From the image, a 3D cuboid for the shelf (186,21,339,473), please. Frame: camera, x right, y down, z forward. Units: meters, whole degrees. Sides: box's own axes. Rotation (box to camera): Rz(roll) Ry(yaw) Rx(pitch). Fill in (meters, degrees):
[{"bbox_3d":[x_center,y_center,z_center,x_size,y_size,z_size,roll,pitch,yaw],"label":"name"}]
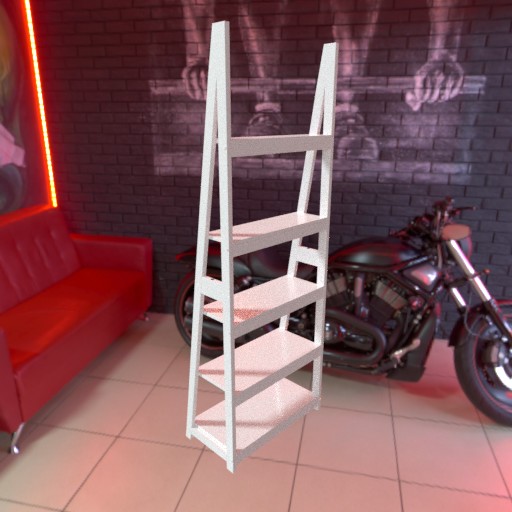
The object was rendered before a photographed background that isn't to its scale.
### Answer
[{"bbox_3d":[0.000,0.000,2.000,0.341,1.779,0.636,16,24,42],"label":"shelf"}]
